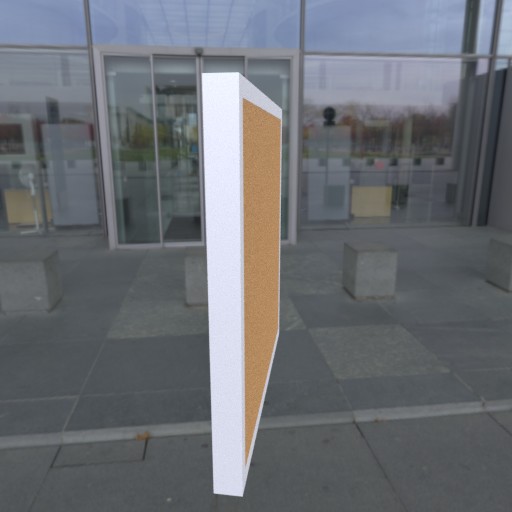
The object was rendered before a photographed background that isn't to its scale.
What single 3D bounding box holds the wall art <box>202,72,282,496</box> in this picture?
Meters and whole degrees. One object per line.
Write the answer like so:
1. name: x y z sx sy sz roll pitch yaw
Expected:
1. wall art: 0.000 0.000 0.752 0.038 0.508 0.507 2 14 8
